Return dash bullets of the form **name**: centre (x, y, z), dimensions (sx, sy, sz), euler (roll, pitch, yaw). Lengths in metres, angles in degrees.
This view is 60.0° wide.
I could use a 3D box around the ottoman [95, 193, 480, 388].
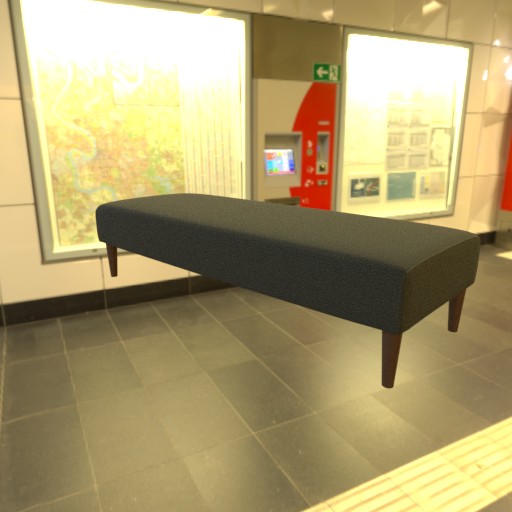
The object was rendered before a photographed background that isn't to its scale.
- **ottoman**: centre (0.000, 0.000, 1.904), dimensions (1.609, 0.393, 0.646), euler (14, 20, 41)
